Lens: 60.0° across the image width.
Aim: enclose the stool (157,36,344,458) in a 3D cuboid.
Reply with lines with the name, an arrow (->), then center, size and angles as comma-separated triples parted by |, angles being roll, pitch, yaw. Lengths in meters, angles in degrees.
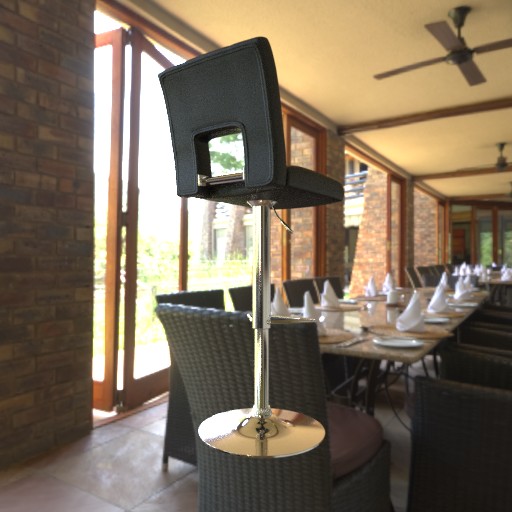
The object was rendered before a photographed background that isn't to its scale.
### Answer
stool -> 0.000, 0.000, 1.442 | 0.415, 1.151, 0.520 | 0, -1, 36
